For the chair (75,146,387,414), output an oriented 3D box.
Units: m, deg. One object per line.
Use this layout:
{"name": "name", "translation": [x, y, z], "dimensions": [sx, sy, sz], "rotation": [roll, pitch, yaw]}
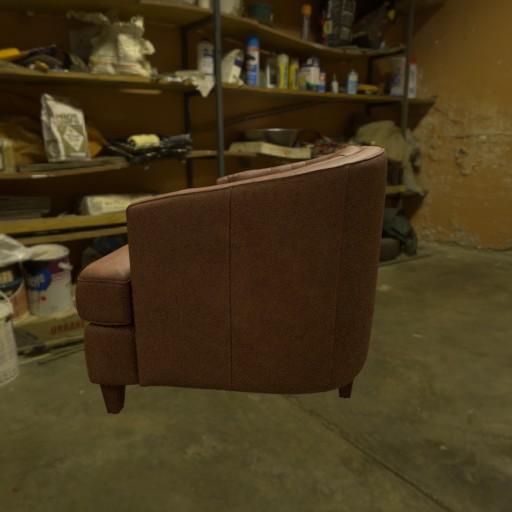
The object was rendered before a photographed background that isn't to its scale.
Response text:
{"name": "chair", "translation": [0.000, 0.000, 1.735], "dimensions": [0.911, 0.836, 1.119], "rotation": [2, 14, 9]}
